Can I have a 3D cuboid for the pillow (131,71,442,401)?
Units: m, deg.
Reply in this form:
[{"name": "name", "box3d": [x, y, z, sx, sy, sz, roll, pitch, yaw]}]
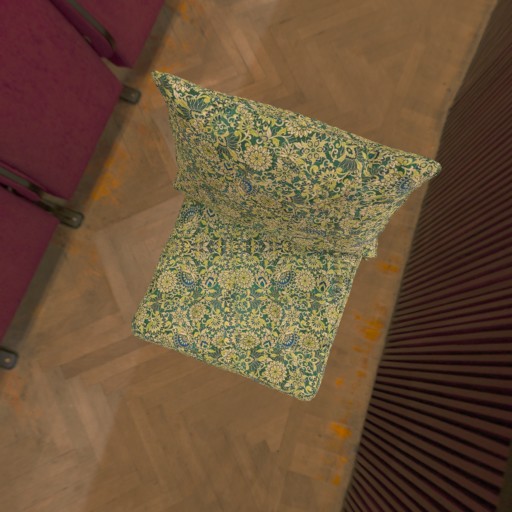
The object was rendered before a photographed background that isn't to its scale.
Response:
[{"name": "pillow", "box3d": [0.000, 0.000, 1.377, 0.798, 0.722, 0.740, 20, 78, 4]}]
